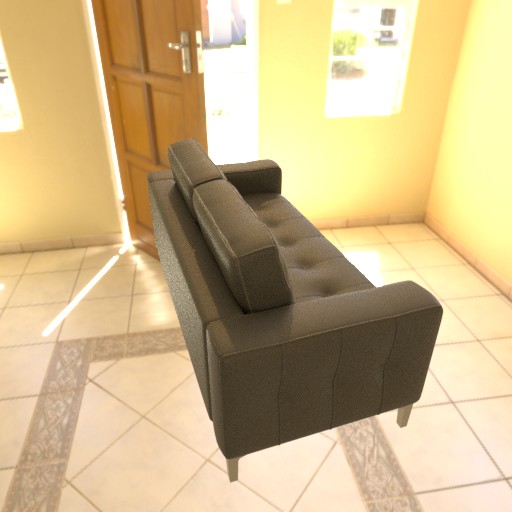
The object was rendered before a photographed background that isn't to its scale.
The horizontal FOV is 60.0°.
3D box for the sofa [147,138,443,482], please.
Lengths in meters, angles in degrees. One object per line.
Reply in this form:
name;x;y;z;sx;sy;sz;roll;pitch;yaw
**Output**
sofa;0.000;0.000;2.196;0.833;0.892;1.726;-10;32;-16
